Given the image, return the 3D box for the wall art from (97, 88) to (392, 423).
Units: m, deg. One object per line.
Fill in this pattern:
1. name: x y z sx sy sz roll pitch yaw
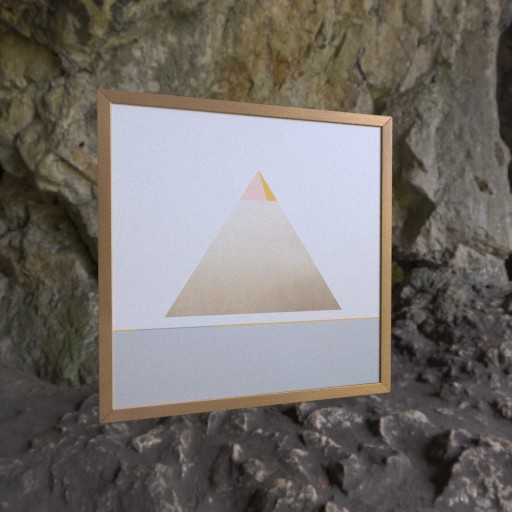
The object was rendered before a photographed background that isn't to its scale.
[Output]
1. wall art: 0.000 0.000 0.766 0.513 0.511 0.038 0 1 -17
